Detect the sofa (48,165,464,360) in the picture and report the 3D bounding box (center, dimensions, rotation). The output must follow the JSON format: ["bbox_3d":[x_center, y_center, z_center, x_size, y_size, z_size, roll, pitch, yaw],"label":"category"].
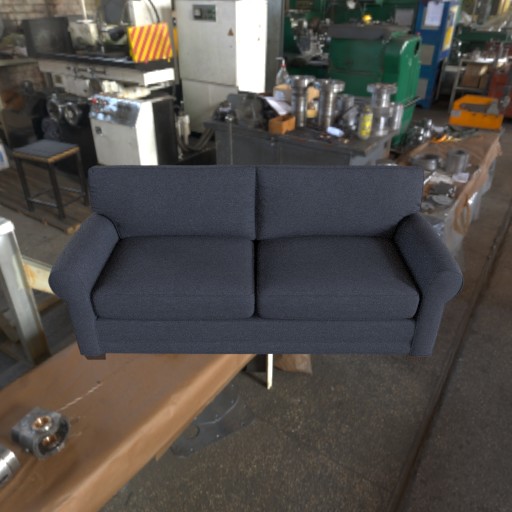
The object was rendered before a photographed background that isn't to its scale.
[{"bbox_3d":[0.000,0.000,2.919,2.391,1.026,0.954,0,31,0],"label":"sofa"}]
